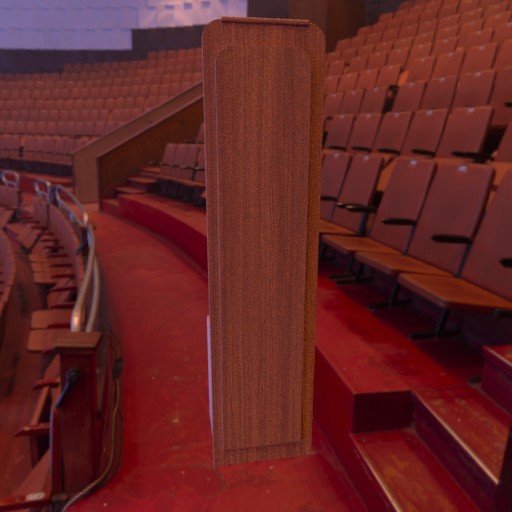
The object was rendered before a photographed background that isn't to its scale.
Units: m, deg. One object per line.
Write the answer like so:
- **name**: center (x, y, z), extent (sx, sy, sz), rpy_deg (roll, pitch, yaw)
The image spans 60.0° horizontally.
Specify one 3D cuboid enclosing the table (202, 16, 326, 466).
- **table**: center (0.000, 0.000, 1.977), extent (0.450, 1.830, 0.420), rpy_deg (-2, 14, -10)
